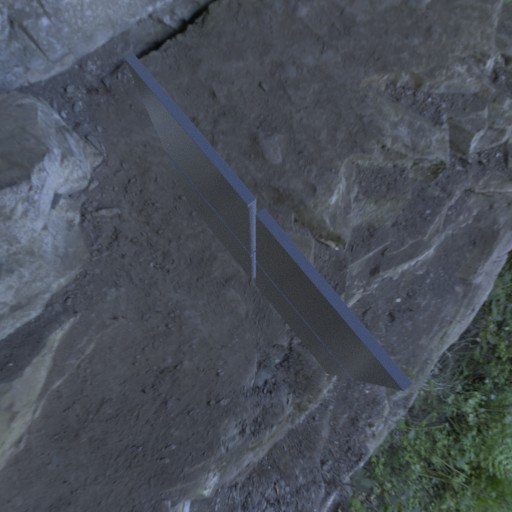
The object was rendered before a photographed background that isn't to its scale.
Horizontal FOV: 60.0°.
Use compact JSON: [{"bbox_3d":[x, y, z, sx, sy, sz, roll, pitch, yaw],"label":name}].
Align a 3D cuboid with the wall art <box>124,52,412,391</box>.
[{"bbox_3d":[0.000,0.000,1.661,0.029,1.118,1.118,-38,80,-8],"label":"wall art"}]
